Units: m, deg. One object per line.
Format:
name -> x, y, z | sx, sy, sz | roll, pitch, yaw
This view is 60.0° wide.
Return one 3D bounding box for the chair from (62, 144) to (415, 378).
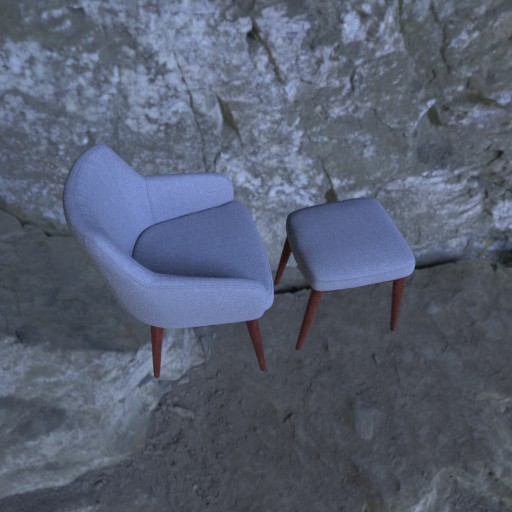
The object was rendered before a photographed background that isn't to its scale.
chair -> 0.000, 0.000, 1.595 | 1.107, 0.799, 0.584 | -9, 47, -9
